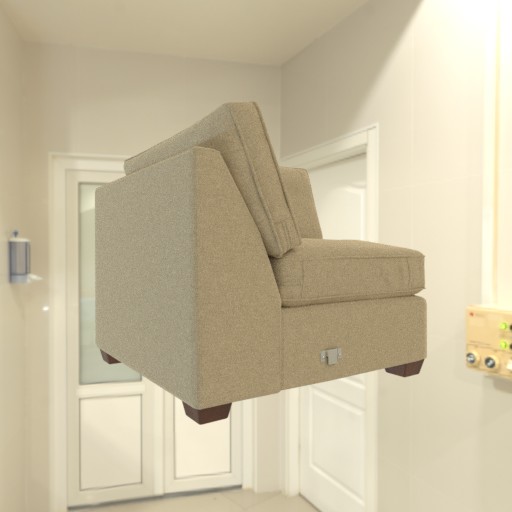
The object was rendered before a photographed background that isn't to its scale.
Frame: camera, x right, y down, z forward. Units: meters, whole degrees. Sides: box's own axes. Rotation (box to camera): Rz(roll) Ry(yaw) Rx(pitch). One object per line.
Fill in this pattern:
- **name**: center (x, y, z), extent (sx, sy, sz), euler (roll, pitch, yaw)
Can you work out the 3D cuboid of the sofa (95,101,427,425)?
- **sofa**: center (0.000, 0.000, 2.001), extent (1.146, 1.002, 1.084), euler (0, 1, -34)
